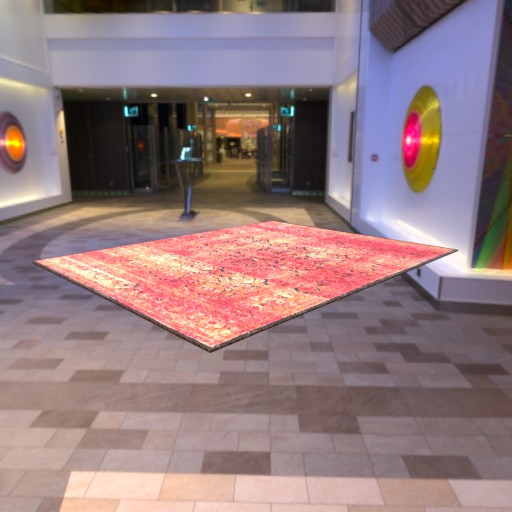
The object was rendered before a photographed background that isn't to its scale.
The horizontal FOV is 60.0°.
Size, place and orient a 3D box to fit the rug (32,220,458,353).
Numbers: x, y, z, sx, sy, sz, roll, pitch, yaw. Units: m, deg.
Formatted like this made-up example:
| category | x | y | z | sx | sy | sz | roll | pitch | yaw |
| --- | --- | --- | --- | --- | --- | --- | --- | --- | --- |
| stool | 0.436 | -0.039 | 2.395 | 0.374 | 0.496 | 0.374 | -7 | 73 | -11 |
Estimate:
| category | x | y | z | sx | sy | sz | roll | pitch | yaw |
| --- | --- | --- | --- | --- | --- | --- | --- | --- | --- |
| rug | 0.000 | 0.000 | 3.995 | 2.411 | 0.020 | 3.032 | 13 | 19 | 43 |
